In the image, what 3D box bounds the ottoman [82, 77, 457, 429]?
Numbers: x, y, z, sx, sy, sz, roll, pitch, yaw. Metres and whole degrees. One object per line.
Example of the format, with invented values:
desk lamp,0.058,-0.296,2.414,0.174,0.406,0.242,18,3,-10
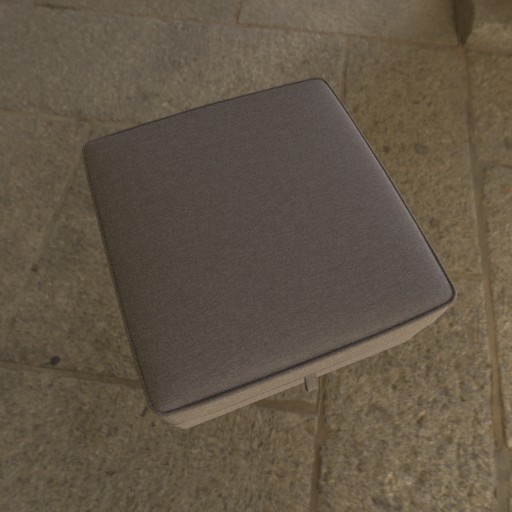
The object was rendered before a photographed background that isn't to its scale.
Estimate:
ottoman,0.000,0.000,1.388,0.808,0.612,0.871,-19,66,-9
